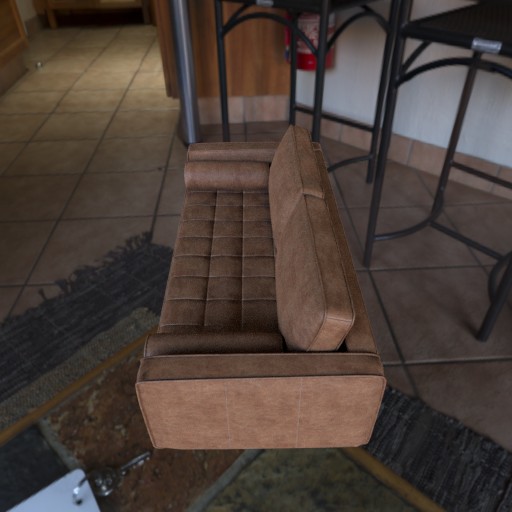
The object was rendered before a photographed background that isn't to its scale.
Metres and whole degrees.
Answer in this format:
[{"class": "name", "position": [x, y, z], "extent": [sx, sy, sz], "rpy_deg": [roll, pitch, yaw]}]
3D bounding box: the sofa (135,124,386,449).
[{"class": "sofa", "position": [0.000, 0.000, 2.418], "extent": [0.924, 0.825, 1.920], "rpy_deg": [-1, 40, -1]}]
